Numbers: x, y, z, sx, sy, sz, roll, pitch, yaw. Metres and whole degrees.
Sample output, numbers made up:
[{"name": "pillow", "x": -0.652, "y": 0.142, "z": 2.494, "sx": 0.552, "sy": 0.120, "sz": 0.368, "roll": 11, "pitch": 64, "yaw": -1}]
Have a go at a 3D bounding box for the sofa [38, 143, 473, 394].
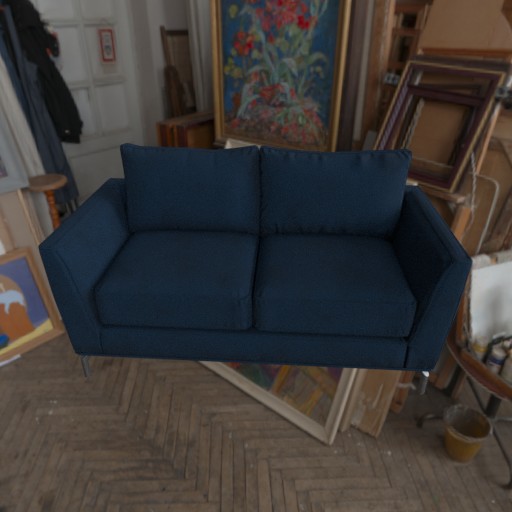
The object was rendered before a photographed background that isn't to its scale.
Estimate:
[{"name": "sofa", "x": 0.000, "y": 0.000, "z": 2.263, "sx": 1.770, "sy": 1.002, "sz": 0.853, "roll": 2, "pitch": 30, "yaw": 3}]
